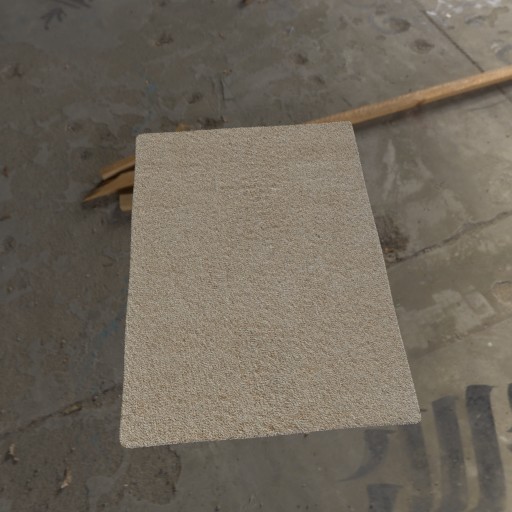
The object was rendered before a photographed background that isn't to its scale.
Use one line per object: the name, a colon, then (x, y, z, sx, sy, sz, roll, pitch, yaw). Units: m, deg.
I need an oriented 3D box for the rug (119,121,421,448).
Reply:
rug: (0.000, 0.000, 2.112, 1.200, 0.027, 1.600, -4, 63, -2)
